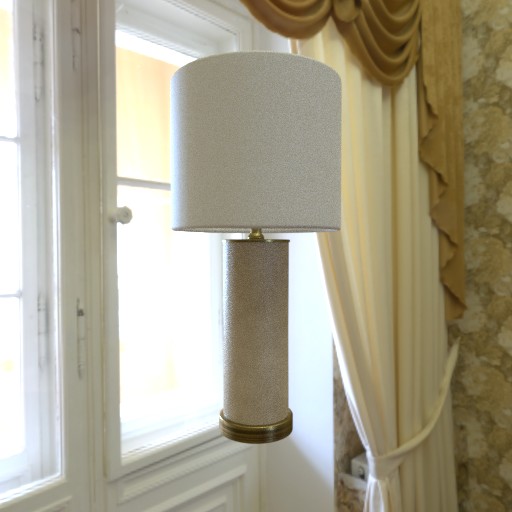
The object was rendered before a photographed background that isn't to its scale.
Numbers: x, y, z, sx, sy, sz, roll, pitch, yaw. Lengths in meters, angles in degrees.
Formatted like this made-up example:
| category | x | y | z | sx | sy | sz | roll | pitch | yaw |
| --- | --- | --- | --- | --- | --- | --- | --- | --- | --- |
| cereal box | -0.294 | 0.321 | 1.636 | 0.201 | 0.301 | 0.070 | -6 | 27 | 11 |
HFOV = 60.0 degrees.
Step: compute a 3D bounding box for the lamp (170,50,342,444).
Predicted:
| category | x | y | z | sx | sy | sz | roll | pitch | yaw |
| --- | --- | --- | --- | --- | --- | --- | --- | --- | --- |
| lamp | 0.000 | 0.000 | 0.811 | 0.305 | 0.634 | 0.305 | 0 | 1 | 0 |
